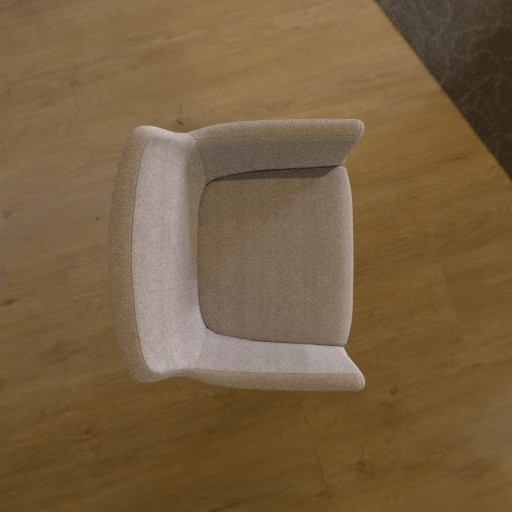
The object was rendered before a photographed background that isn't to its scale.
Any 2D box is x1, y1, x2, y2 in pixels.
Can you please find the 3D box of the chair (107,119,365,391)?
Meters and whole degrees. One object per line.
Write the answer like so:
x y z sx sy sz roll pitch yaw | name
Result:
0.000 0.000 1.156 0.540 0.780 0.570 0 89 -2 | chair
